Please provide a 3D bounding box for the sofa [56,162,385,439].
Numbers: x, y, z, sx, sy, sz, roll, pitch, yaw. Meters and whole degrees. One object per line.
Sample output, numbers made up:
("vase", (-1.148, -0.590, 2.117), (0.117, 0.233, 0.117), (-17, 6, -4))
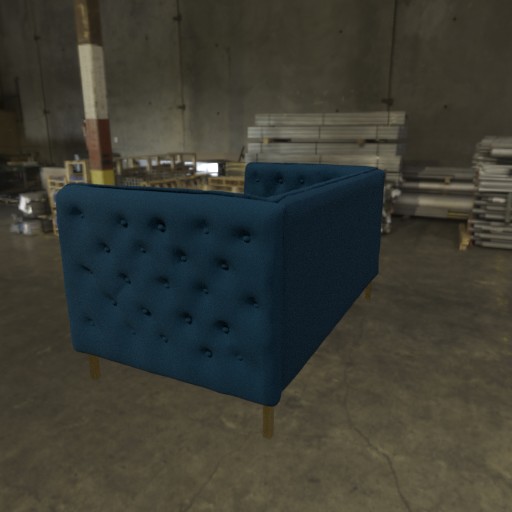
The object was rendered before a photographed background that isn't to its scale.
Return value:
("sofa", (0.000, 0.000, 2.155), (0.909, 0.810, 1.583), (7, 17, 26))
